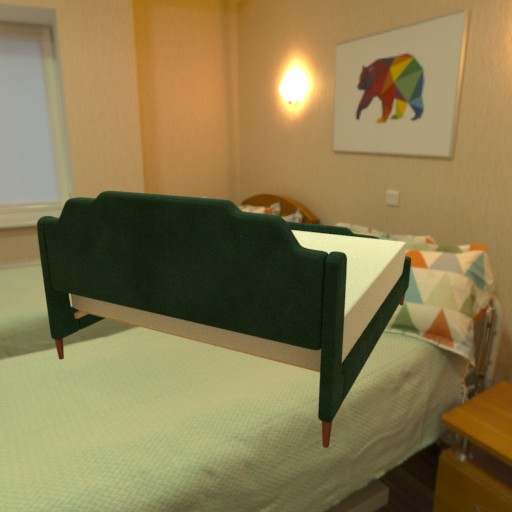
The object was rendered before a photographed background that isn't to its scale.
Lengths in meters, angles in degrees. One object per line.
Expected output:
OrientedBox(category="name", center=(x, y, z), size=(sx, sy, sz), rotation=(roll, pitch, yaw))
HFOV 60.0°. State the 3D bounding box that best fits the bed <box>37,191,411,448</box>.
OrientedBox(category="bed", center=(0.000, 0.000, 3.560), size=(2.074, 1.245, 2.340), rotation=(8, 17, 27))
